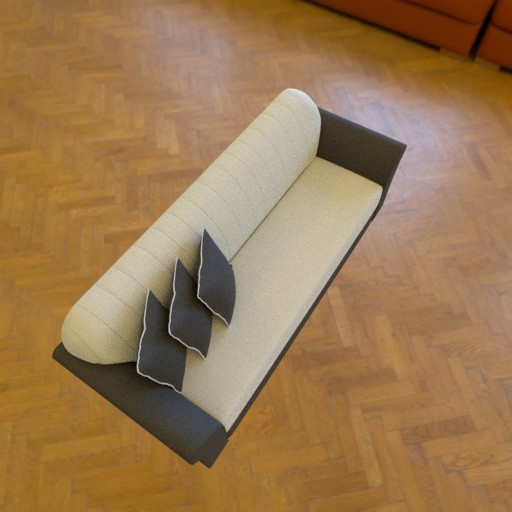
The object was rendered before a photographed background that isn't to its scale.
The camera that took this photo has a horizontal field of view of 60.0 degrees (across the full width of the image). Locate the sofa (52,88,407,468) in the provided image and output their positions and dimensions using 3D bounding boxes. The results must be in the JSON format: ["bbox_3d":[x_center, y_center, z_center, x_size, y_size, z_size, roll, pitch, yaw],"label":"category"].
[{"bbox_3d":[0.000,0.000,2.371,0.755,0.787,2.001,30,63,17],"label":"sofa"}]
